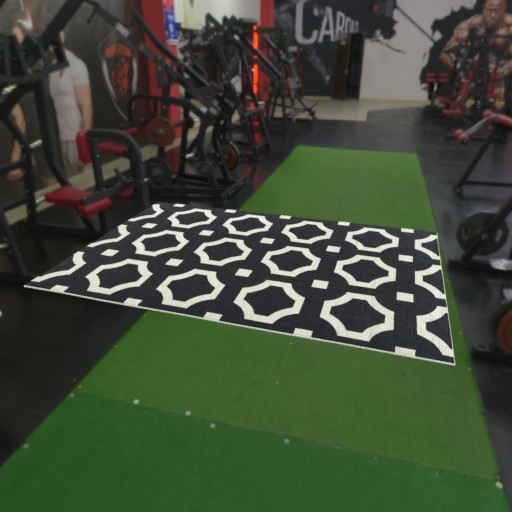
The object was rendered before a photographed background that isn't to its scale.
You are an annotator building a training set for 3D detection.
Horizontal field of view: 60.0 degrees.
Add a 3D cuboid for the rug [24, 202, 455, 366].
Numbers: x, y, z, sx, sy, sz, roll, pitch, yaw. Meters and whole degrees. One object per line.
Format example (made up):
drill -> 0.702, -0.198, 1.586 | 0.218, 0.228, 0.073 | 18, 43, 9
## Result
rug -> 0.000, 0.000, 2.881 | 2.286, 0.016, 1.555 | 8, 27, 16
